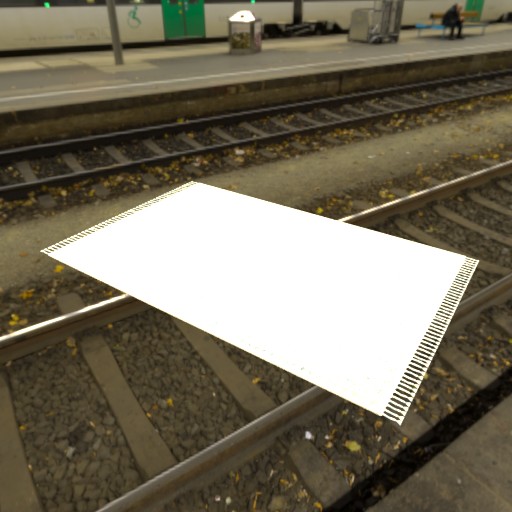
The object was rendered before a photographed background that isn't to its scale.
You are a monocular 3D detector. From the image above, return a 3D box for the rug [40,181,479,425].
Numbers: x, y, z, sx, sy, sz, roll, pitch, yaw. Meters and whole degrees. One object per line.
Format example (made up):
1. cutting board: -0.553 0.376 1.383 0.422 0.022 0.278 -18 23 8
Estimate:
1. rug: 0.000 0.000 2.903 2.438 0.010 1.524 19 36 29
